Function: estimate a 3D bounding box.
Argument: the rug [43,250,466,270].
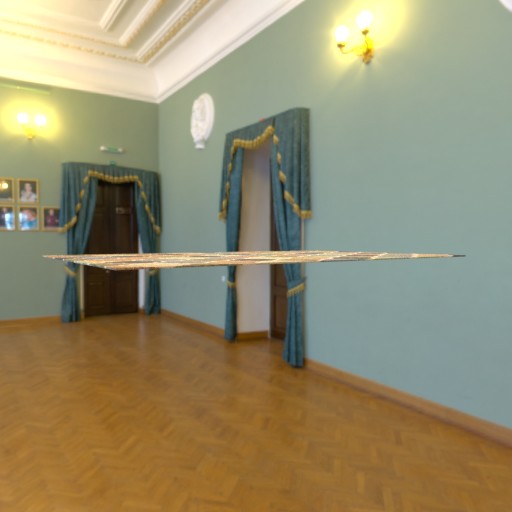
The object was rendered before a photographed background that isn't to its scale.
[{"bbox_3d":[0.000,0.000,2.299,1.828,0.006,1.216,-1,3,-35],"label":"rug"}]
